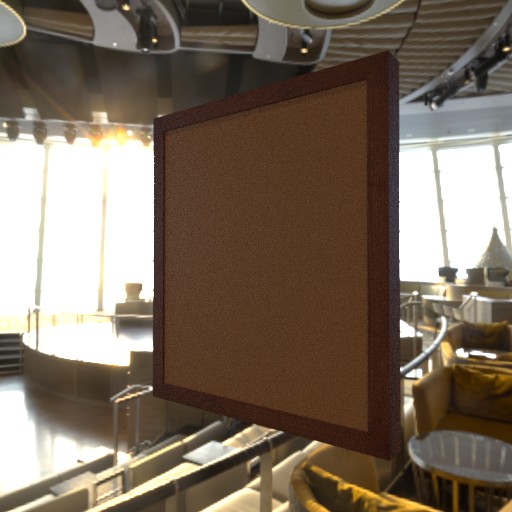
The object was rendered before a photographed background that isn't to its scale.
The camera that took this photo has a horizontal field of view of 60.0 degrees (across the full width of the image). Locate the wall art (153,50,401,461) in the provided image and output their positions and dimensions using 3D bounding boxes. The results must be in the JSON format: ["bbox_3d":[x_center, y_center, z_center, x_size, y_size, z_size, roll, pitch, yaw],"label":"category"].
[{"bbox_3d":[0.000,0.000,0.521,0.330,0.381,0.030,-1,-1,37],"label":"wall art"}]
